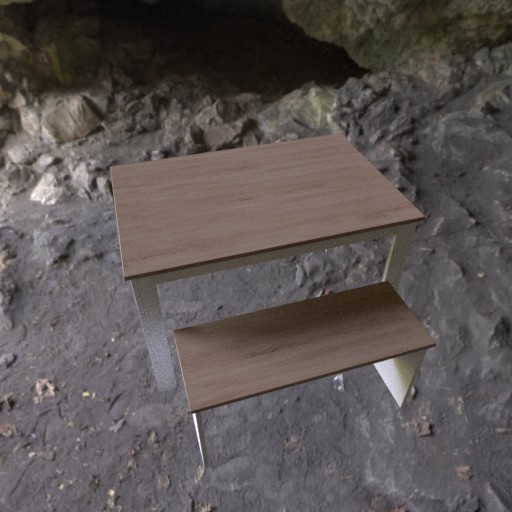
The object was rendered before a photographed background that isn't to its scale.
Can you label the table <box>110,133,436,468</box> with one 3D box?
[{"bbox_3d":[0.000,0.000,2.015,1.100,0.700,1.443,-11,42,-13],"label":"table"}]
